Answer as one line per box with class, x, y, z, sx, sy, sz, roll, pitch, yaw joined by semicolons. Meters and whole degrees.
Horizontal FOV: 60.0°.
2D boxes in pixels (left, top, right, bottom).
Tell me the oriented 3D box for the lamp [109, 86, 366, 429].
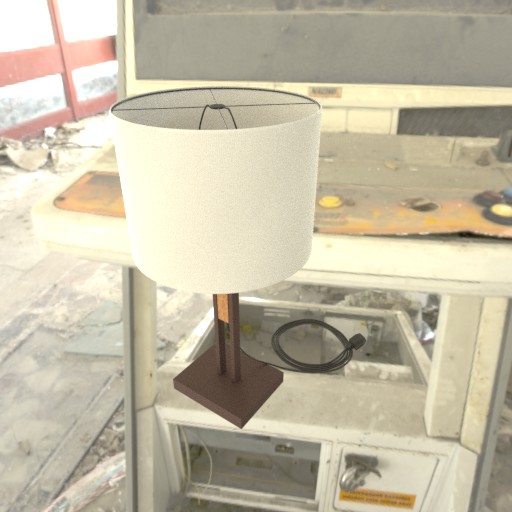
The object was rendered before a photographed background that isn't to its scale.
lamp;0.000;0.000;0.973;0.396;0.668;0.525;20;35;30
